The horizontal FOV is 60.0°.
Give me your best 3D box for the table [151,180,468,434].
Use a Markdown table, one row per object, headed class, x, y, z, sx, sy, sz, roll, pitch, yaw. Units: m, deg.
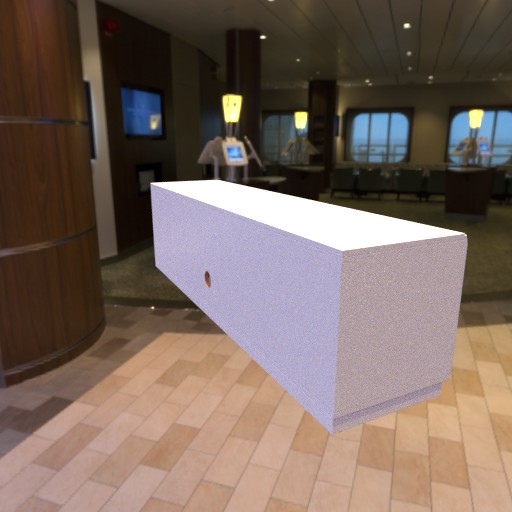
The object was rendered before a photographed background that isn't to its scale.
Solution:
| class | x | y | z | sx | sy | sz | roll | pitch | yaw |
| --- | --- | --- | --- | --- | --- | --- | --- | --- | --- |
| table | 0.000 | 0.000 | 1.707 | 0.400 | 0.440 | 1.550 | -7 | 17 | -26 |
